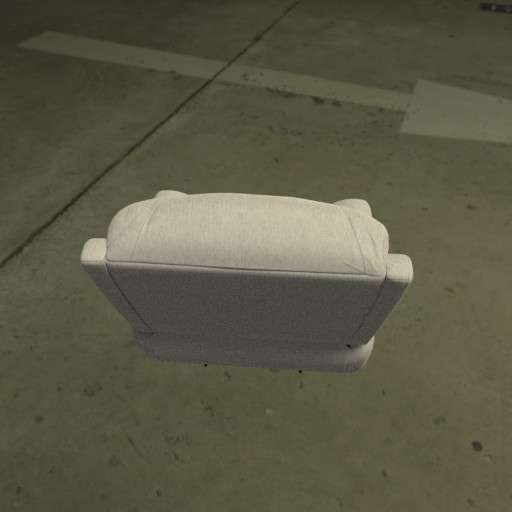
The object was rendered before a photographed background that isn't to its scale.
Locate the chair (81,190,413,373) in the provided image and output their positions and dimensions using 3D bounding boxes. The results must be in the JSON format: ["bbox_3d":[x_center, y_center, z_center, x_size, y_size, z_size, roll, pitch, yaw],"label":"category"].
[{"bbox_3d":[0.000,0.000,1.721,0.930,1.011,0.899,3,45,3],"label":"chair"}]
